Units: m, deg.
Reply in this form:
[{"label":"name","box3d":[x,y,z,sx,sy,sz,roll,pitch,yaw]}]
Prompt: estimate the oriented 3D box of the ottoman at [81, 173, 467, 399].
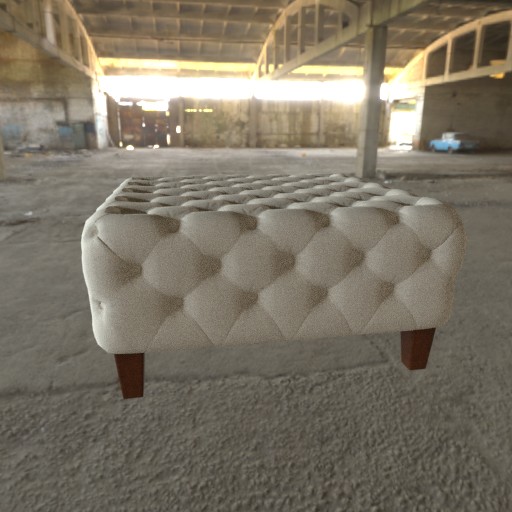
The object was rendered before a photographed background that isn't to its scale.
[{"label":"ottoman","box3d":[0.000,0.000,1.195,0.755,0.376,0.753,-3,16,-10]}]
